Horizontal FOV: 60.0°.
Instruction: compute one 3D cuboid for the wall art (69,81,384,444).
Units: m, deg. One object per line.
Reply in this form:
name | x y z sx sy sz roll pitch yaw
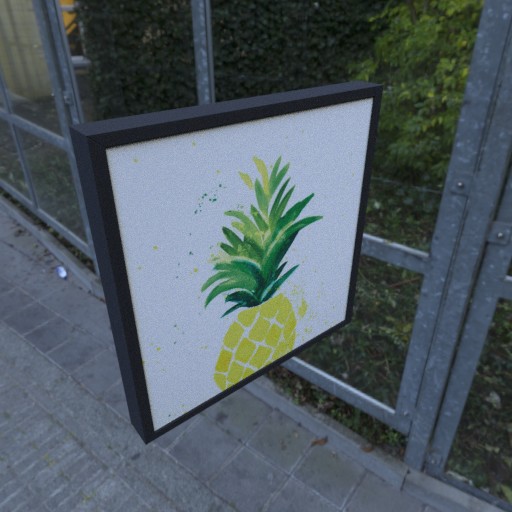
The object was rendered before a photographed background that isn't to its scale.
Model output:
wall art | 0.000 0.000 0.453 0.305 0.304 0.033 -22 37 -33
